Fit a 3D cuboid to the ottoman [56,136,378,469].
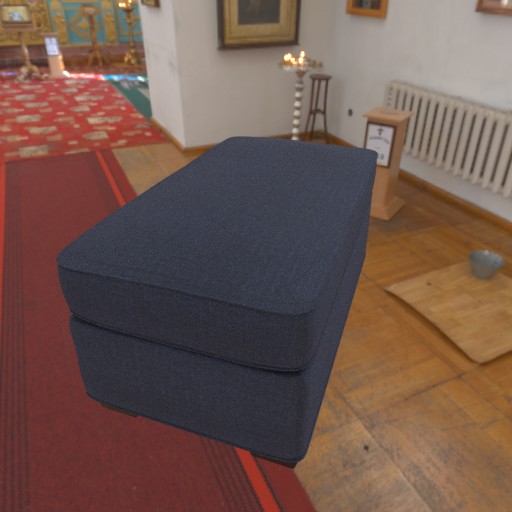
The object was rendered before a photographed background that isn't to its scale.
[{"bbox_3d":[0.000,0.000,1.172,0.505,0.453,0.895,10,32,17],"label":"ottoman"}]
